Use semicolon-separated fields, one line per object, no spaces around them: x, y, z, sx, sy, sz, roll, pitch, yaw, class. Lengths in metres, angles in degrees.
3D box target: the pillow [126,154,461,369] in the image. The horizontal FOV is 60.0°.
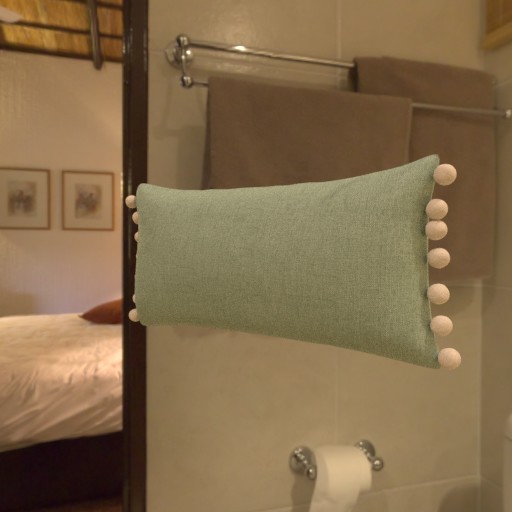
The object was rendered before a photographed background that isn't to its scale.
0.000;0.000;0.820;0.709;0.322;0.201;1;1;37;pillow
